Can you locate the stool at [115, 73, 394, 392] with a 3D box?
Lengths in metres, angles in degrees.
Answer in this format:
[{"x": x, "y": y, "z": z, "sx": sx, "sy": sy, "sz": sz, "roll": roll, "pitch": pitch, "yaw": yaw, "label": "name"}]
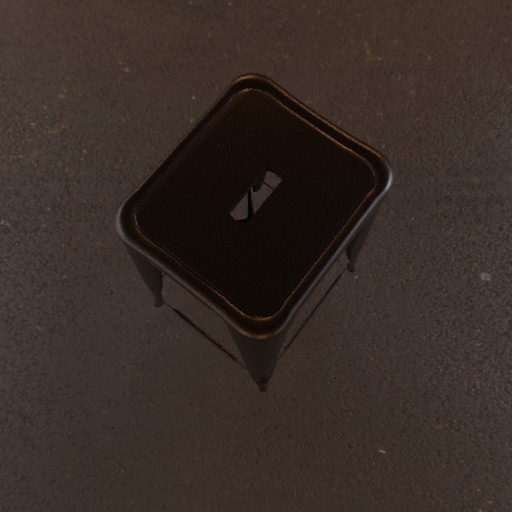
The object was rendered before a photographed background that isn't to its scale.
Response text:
[{"x": 0.000, "y": 0.000, "z": 0.843, "sx": 0.359, "sy": 0.609, "sz": 0.399, "roll": 37, "pitch": 78, "yaw": 9, "label": "stool"}]
